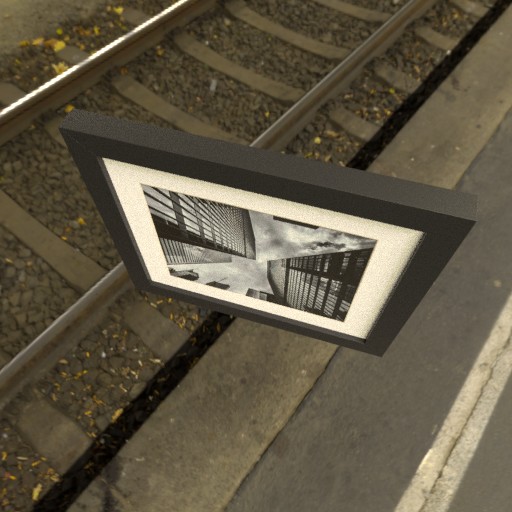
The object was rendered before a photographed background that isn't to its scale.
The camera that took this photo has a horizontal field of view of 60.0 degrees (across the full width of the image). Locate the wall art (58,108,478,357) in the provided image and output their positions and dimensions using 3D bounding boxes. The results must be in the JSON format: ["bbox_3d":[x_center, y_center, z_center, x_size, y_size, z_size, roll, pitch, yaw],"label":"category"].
[{"bbox_3d":[0.000,0.000,0.529,0.381,0.321,0.028,14,59,9],"label":"wall art"}]
